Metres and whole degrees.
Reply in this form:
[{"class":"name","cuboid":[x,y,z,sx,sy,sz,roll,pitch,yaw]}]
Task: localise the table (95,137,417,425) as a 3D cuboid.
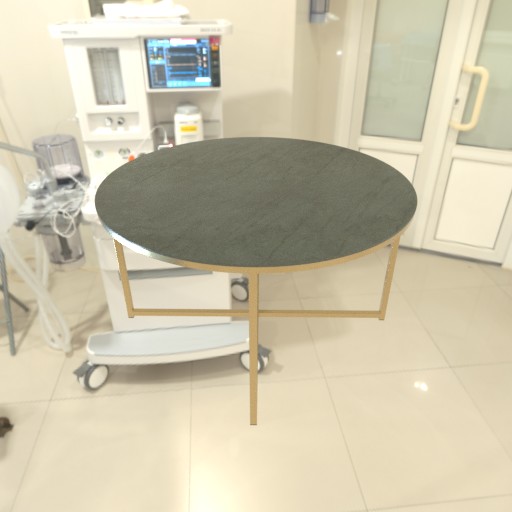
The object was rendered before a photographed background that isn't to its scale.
[{"class":"table","cuboid":[0.000,0.000,1.267,0.800,0.450,0.800,0,31,0]}]
